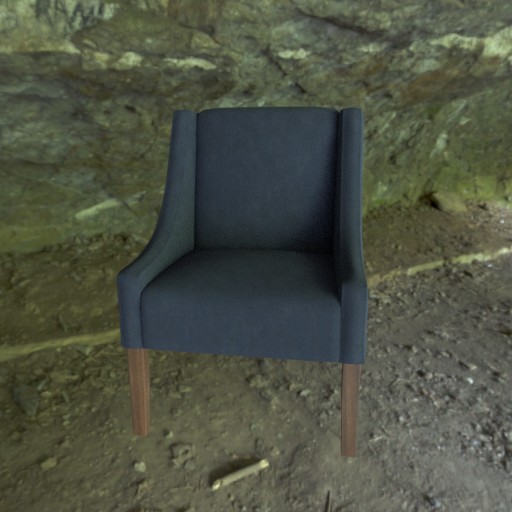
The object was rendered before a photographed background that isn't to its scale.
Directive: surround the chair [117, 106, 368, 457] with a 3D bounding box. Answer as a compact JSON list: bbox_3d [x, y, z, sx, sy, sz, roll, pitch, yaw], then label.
[{"bbox_3d":[0.000,0.000,1.342,0.629,0.895,0.629,2,14,8],"label":"chair"}]
